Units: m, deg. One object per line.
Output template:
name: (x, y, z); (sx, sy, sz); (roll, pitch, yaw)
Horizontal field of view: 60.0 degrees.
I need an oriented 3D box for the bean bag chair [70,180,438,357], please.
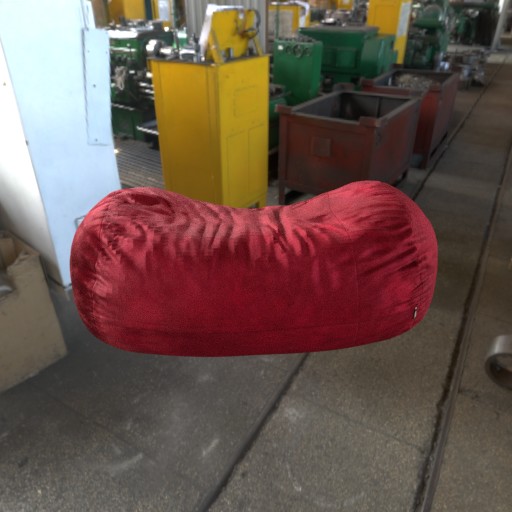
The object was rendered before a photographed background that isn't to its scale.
bean bag chair: (0.000, 0.000, 2.847); (2.293, 0.867, 1.216); (-2, 31, -3)
